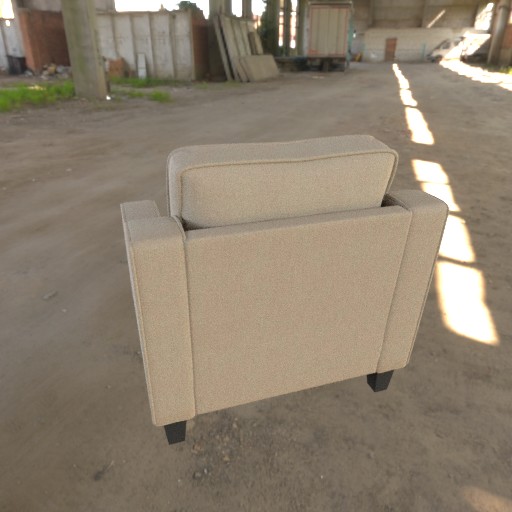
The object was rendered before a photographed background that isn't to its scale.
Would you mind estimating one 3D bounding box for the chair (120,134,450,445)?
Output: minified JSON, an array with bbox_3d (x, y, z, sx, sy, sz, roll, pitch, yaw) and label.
[{"bbox_3d":[0.000,0.000,1.671,0.922,0.948,0.882,-8,27,-16],"label":"chair"}]
